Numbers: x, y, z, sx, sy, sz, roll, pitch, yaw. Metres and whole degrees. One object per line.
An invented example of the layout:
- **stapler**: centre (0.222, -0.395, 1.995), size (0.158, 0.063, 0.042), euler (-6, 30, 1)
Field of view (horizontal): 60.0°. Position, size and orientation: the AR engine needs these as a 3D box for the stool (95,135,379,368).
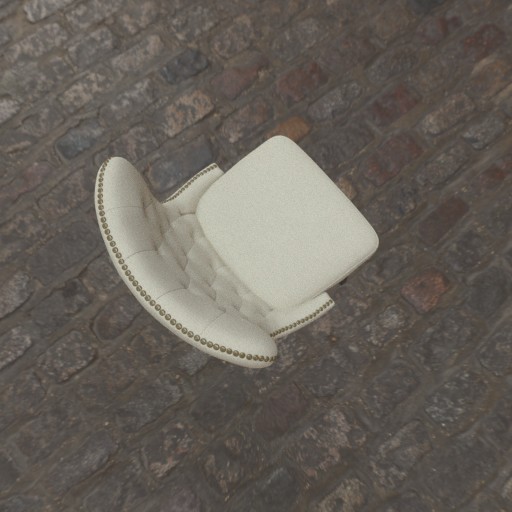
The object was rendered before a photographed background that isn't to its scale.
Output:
- **stool**: centre (0.000, 0.000, 1.308), size (0.593, 0.971, 0.528), euler (-38, 79, -9)
